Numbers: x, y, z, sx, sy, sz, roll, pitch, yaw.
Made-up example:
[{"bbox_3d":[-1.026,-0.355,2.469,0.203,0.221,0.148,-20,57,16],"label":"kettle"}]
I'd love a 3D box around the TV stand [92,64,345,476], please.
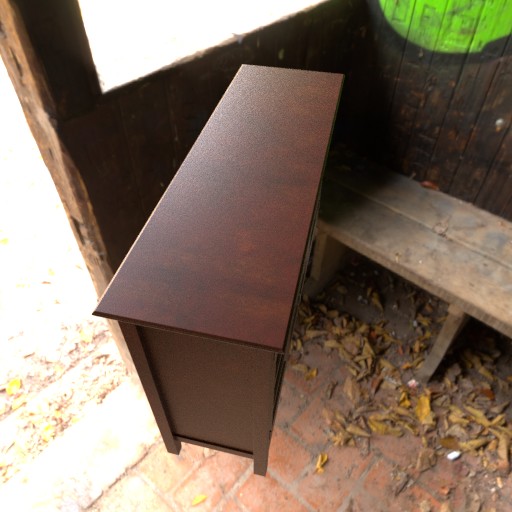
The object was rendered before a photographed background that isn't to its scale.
[{"bbox_3d":[0.000,0.000,1.755,0.445,0.915,1.372,10,47,9],"label":"TV stand"}]
